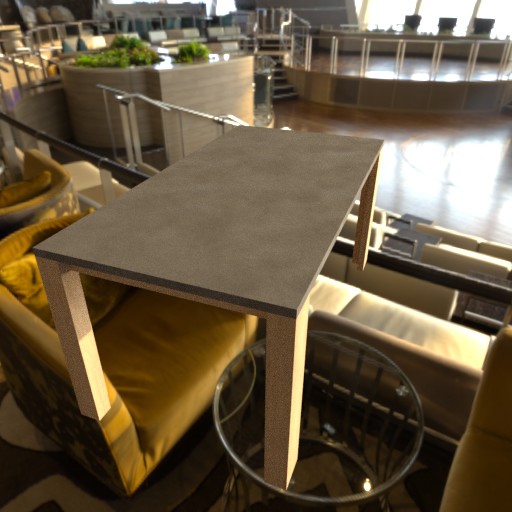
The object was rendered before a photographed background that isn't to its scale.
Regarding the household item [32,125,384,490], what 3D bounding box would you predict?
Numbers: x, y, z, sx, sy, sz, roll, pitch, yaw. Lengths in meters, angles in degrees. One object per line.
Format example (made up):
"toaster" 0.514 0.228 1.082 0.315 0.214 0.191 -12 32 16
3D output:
"household item" 0.000 0.000 2.063 0.850 0.755 1.600 11 32 18
